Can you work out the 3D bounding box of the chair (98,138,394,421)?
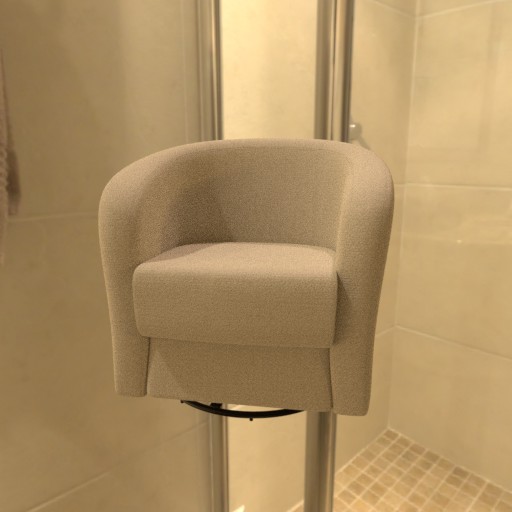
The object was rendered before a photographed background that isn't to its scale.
[{"bbox_3d":[0.000,0.000,1.442,0.791,0.771,0.815,2,13,9],"label":"chair"}]
